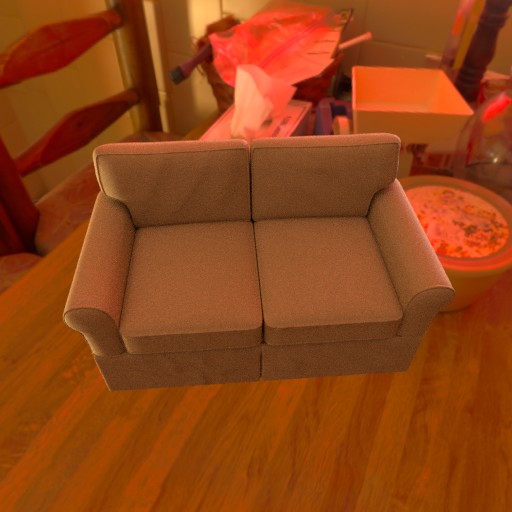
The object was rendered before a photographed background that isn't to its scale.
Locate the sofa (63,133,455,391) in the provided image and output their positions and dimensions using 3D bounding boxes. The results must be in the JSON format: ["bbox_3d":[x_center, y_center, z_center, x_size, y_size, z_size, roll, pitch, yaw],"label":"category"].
[{"bbox_3d":[0.000,0.000,2.347,1.727,0.940,0.991,-3,45,-3],"label":"sofa"}]
